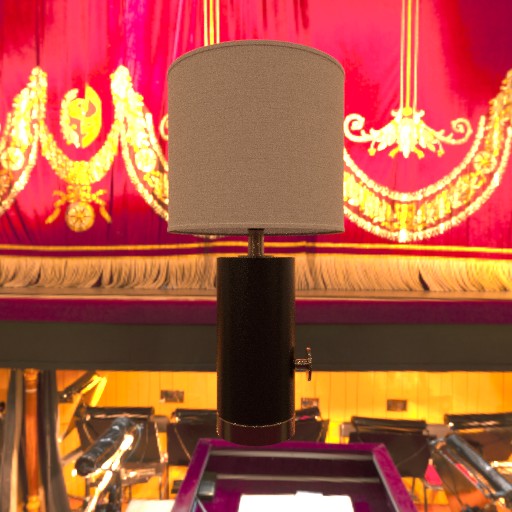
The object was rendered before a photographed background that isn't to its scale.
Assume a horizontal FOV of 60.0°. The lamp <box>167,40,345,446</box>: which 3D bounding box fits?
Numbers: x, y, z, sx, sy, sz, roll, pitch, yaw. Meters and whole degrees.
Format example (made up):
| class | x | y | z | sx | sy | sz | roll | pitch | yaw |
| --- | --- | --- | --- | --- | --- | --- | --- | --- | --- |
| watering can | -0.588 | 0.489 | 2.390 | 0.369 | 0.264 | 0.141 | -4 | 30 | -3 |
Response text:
| class | x | y | z | sx | sy | sz | roll | pitch | yaw |
| --- | --- | --- | --- | --- | --- | --- | --- | --- | --- |
| lamp | 0.000 | 0.000 | 0.613 | 0.240 | 0.482 | 0.241 | 0 | 0 | 0 |
